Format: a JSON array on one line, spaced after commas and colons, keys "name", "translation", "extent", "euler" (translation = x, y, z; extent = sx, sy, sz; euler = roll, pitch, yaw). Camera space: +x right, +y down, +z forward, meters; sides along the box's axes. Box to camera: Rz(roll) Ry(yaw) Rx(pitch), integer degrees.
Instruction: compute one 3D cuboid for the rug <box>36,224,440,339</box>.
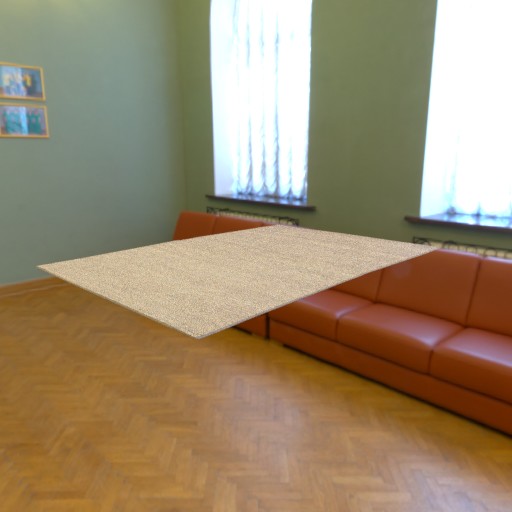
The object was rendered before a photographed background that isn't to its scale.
[{"name": "rug", "translation": [0.000, 0.000, 3.067], "extent": [1.609, 0.030, 2.342], "euler": [12, 18, 43]}]
